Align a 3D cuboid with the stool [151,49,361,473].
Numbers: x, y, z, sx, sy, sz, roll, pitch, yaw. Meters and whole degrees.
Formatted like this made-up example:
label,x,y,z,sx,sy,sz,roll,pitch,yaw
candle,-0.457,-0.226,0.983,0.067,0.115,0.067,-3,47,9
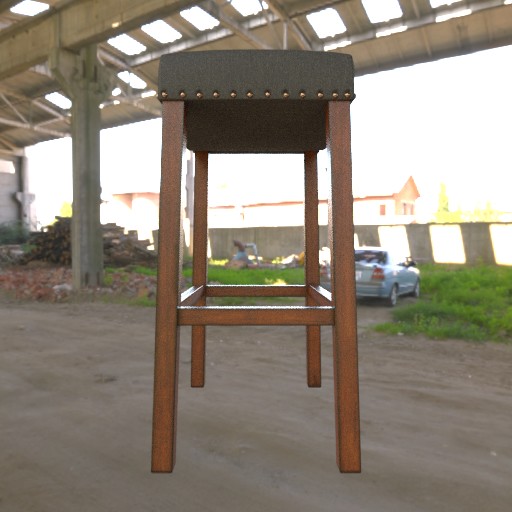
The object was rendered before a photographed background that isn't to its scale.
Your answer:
label,x,y,z,sx,sy,sz,roll,pitch,yaw
stool,0.000,0.000,1.013,0.366,0.748,0.502,0,1,0
